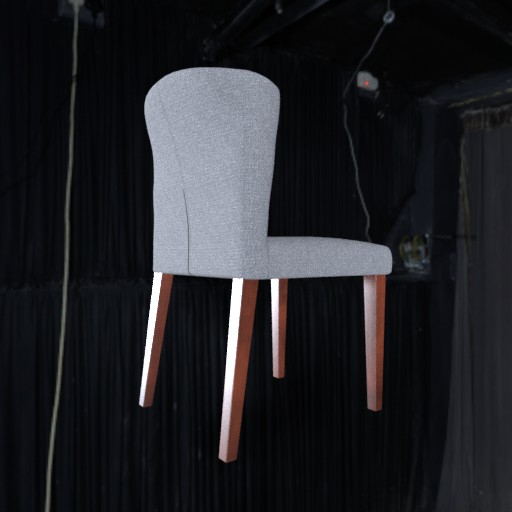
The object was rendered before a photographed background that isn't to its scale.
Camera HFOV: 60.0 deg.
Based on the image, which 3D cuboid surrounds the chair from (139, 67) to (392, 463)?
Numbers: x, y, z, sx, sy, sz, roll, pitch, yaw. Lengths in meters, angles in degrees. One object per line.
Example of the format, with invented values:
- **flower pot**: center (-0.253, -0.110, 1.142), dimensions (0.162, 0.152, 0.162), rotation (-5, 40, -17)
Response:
- **chair**: center (0.000, 0.000, 1.221), dimensions (0.589, 0.839, 0.491), rotation (0, 0, -37)
